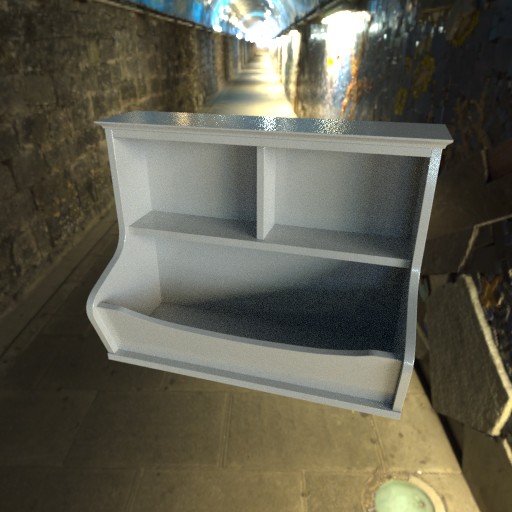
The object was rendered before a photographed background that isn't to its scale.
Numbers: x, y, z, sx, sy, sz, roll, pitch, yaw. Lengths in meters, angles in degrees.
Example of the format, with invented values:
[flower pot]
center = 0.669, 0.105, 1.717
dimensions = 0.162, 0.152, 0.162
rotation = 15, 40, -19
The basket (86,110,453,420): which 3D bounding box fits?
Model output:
[basket]
center = 0.000, 0.000, 1.072
dimensions = 0.780, 0.600, 0.350
rotation = 7, 27, 15
